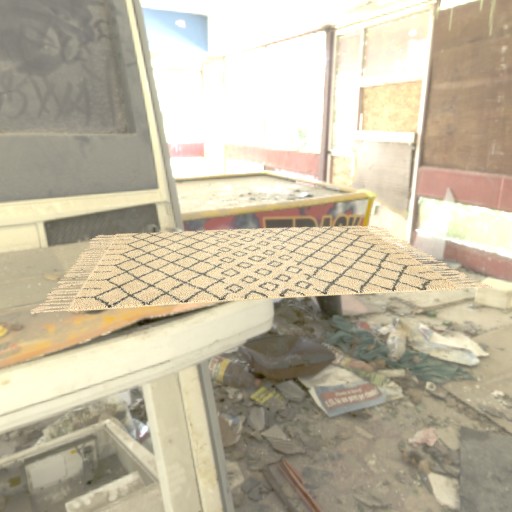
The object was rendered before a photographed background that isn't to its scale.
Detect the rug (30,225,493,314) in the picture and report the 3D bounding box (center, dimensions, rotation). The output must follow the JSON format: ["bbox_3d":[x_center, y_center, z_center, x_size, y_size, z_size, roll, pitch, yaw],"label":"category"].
[{"bbox_3d":[0.000,0.000,3.232,2.615,0.029,1.664,-2,17,-8],"label":"rug"}]
